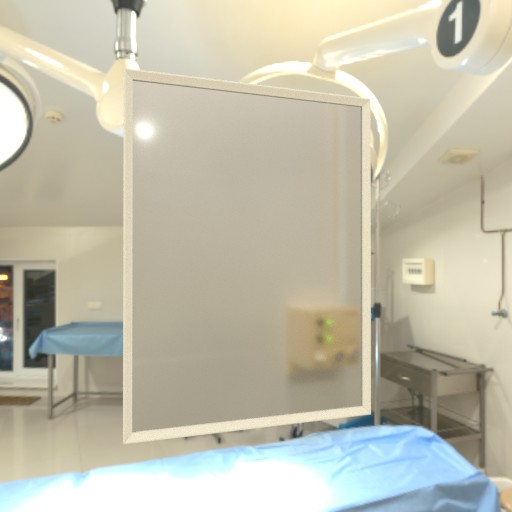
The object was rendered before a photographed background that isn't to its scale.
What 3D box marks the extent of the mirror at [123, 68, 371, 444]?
[{"bbox_3d":[0.000,0.000,1.330,0.762,1.016,0.041,0,0,-18],"label":"mirror"}]
